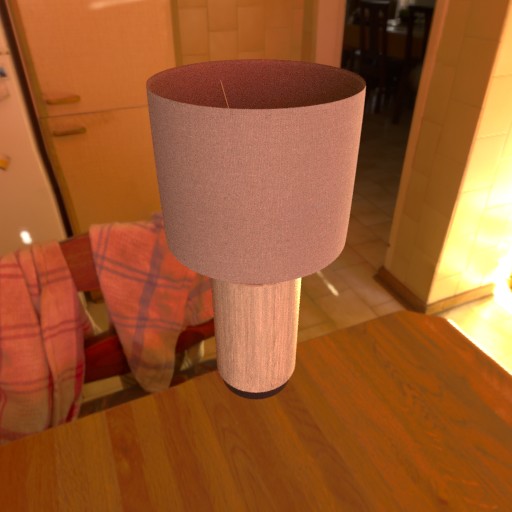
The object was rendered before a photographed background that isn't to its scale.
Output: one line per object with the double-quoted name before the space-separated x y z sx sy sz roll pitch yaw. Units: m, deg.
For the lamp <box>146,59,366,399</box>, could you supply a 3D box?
"lamp" 0.000 0.000 0.587 0.228 0.444 0.228 22 40 29
